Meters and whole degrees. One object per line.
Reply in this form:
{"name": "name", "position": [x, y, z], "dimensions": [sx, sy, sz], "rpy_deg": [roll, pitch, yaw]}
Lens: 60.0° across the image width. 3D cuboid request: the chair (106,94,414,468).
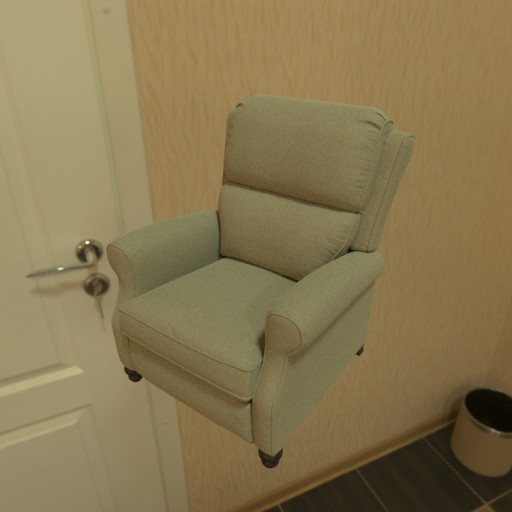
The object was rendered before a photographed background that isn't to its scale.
{"name": "chair", "position": [0.000, 0.000, 1.704], "dimensions": [0.859, 1.046, 0.919], "rpy_deg": [19, 34, 31]}
